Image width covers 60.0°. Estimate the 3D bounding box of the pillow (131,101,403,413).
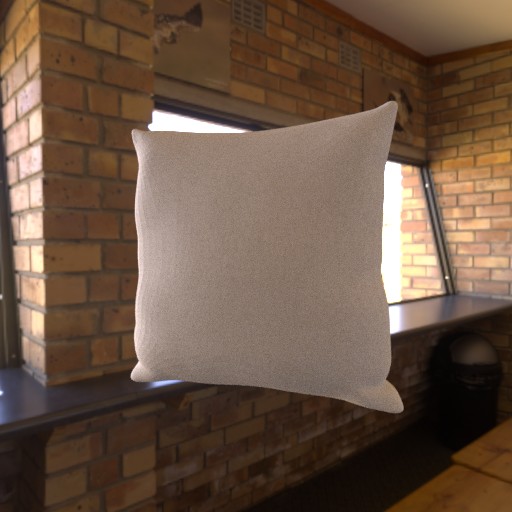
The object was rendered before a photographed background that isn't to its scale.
[{"bbox_3d":[0.000,0.000,0.692,0.440,0.441,0.182,0,1,17],"label":"pillow"}]
